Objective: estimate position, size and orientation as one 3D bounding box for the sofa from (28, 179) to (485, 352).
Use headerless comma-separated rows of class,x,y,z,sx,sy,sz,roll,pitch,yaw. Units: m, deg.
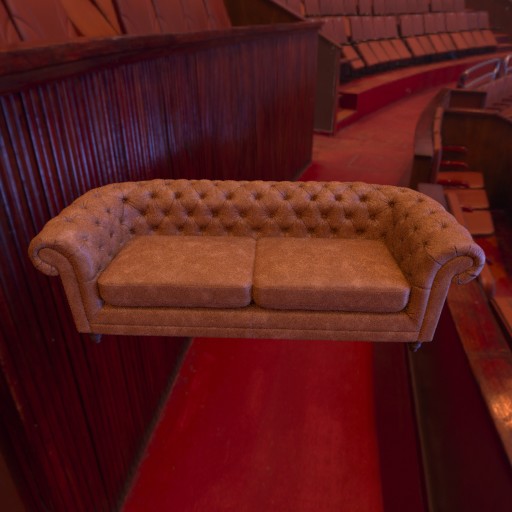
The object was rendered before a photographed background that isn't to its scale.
sofa,0.000,0.000,2.806,2.365,0.760,0.989,1,29,2
